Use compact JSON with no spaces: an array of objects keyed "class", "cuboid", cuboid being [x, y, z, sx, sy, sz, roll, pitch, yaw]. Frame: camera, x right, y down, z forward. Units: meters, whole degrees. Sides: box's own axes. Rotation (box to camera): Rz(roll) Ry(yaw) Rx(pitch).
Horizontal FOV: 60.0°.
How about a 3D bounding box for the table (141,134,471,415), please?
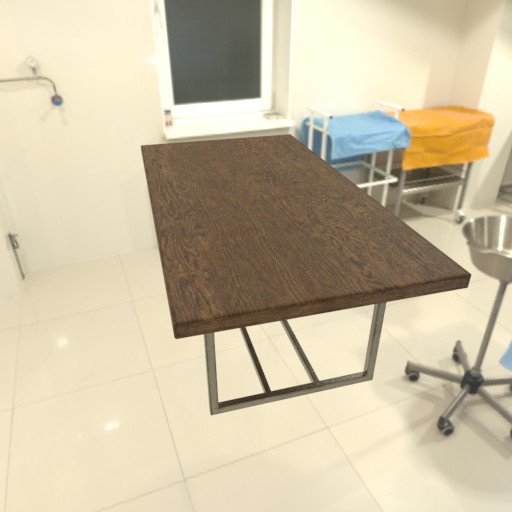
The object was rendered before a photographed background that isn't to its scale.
[{"class":"table","cuboid":[0.000,0.000,2.510,1.078,0.795,1.989,-8,31,-13]}]
